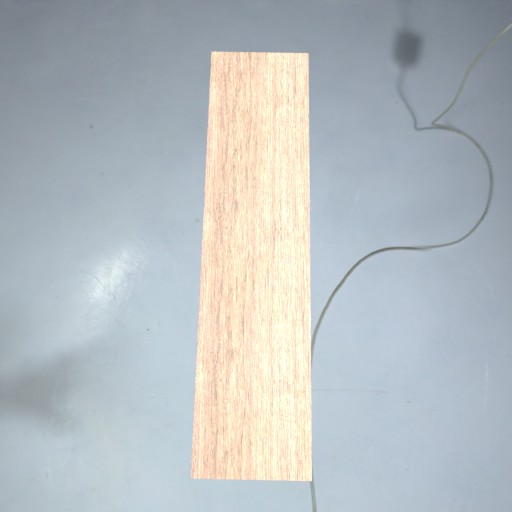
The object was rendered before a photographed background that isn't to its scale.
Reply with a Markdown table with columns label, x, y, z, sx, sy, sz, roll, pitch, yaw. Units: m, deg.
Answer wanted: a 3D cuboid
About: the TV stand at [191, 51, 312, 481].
| label | x | y | z | sx | sy | sz | roll | pitch | yaw |
| --- | --- | --- | --- | --- | --- | --- | --- | --- | --- |
| TV stand | 0.000 | 0.000 | 1.704 | 0.366 | 0.409 | 1.482 | 1 | 77 | 0 |
